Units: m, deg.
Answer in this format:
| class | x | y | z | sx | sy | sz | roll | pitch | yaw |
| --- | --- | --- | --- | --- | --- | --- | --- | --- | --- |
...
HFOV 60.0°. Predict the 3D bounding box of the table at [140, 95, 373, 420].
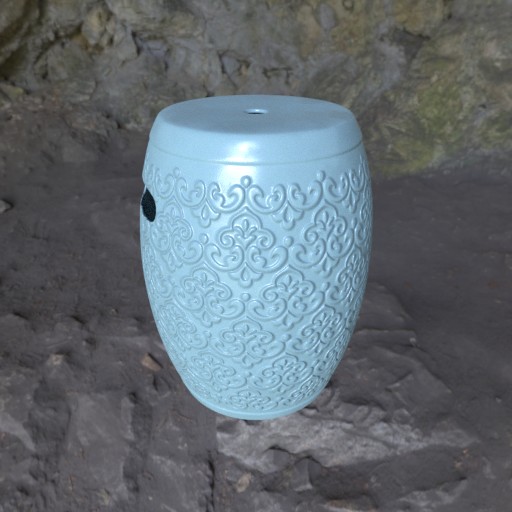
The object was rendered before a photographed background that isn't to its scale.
| class | x | y | z | sx | sy | sz | roll | pitch | yaw |
| --- | --- | --- | --- | --- | --- | --- | --- | --- | --- |
| table | 0.000 | 0.000 | 0.622 | 0.309 | 0.397 | 0.309 | 0 | 29 | 0 |
